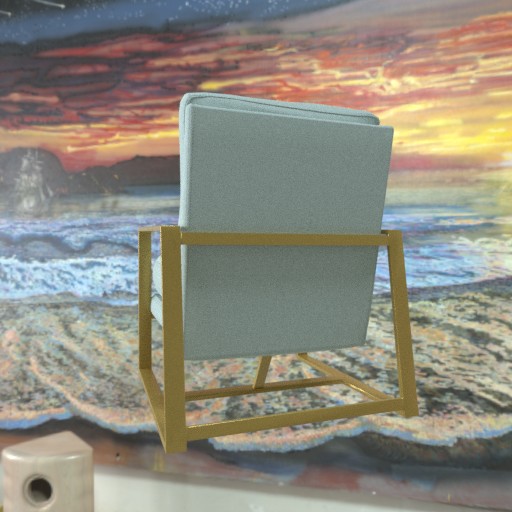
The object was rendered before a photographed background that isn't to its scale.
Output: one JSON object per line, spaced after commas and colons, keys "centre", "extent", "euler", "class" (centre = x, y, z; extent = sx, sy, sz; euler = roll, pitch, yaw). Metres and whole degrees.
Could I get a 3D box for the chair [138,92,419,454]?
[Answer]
{"centre": [0.000, 0.000, 1.585], "extent": [0.758, 0.956, 0.813], "euler": [0, 1, -19], "class": "chair"}
